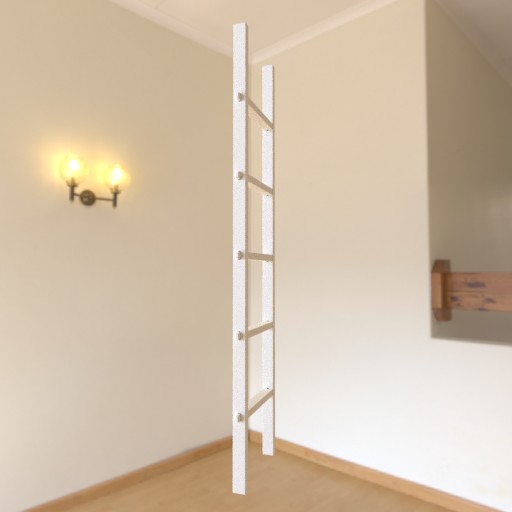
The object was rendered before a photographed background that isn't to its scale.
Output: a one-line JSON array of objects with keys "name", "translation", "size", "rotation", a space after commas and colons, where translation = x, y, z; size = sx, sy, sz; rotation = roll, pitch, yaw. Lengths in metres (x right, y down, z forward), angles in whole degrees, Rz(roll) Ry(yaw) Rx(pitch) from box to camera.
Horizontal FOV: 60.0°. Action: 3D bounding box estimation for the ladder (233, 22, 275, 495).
[{"name": "ladder", "translation": [0.000, 0.000, 1.882], "size": [0.051, 1.797, 0.452], "rotation": [-1, -2, 19]}]
